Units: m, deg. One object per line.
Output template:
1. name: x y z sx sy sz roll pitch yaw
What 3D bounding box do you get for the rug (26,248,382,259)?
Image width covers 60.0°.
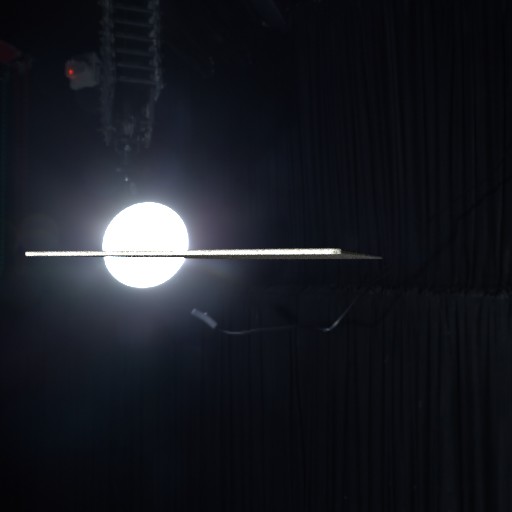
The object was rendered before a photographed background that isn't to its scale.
1. rug: 0.000 0.000 3.049 1.539 0.024 2.469 0 -1 19
